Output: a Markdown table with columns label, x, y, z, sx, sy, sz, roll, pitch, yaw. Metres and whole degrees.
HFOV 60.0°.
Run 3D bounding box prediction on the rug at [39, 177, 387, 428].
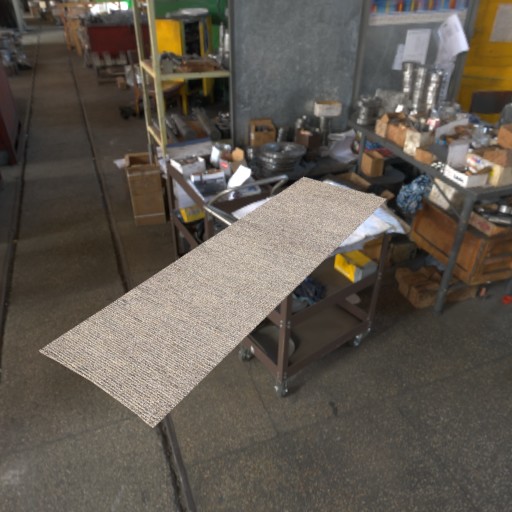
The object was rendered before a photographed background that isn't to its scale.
| label | x | y | z | sx | sy | sz | roll | pitch | yaw |
| --- | --- | --- | --- | --- | --- | --- | --- | --- | --- |
| rug | 0.000 | 0.000 | 2.581 | 0.697 | 0.013 | 2.335 | 21 | 39 | 29 |
